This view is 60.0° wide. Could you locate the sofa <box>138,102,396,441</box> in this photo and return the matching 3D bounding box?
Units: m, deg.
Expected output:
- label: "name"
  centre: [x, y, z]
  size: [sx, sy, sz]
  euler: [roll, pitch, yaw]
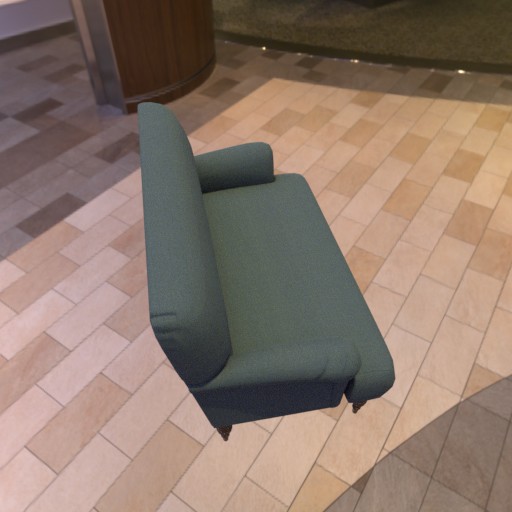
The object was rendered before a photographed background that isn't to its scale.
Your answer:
- label: "sofa"
  centre: [0.000, 0.000, 1.834]
  size: [0.779, 0.889, 1.297]
  euler: [-9, 47, -8]
